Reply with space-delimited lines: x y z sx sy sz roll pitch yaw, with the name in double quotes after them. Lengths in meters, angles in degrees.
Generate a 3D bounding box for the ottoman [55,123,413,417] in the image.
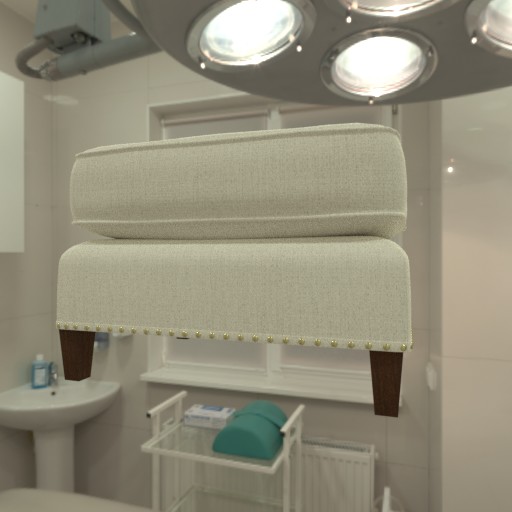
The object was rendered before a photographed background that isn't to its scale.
0.000 0.000 1.111 0.738 0.537 0.589 0 0 19 "ottoman"
